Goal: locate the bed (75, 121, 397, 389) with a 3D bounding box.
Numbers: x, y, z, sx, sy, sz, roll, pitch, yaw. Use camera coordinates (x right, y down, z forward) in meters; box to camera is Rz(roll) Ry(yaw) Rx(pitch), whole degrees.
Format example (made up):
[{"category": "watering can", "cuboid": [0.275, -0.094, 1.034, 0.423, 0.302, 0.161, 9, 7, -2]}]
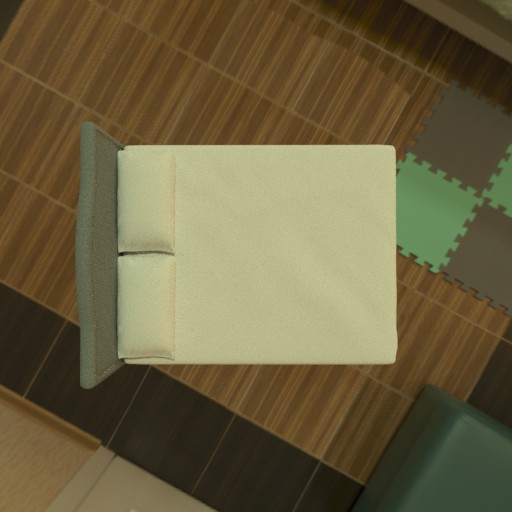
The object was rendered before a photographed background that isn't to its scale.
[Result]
[{"category": "bed", "cuboid": [0.000, 0.000, 4.006, 2.689, 1.457, 2.161, 0, 90, 0]}]
